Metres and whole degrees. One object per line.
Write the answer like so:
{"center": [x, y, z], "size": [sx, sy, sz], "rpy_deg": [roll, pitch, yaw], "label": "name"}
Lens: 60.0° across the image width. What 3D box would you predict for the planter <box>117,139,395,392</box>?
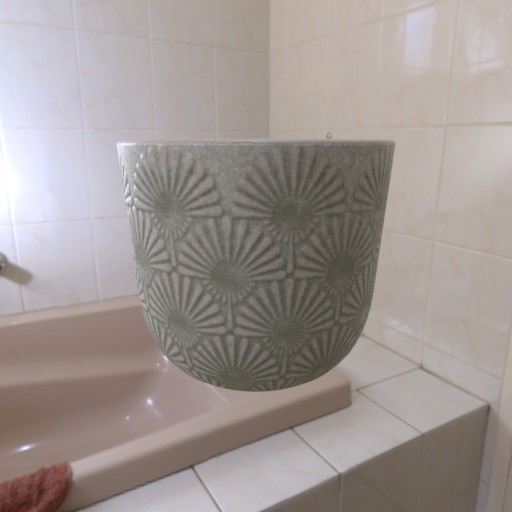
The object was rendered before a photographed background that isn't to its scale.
{"center": [0.000, 0.000, 0.300], "size": [0.170, 0.152, 0.170], "rpy_deg": [0, 14, 0], "label": "planter"}
